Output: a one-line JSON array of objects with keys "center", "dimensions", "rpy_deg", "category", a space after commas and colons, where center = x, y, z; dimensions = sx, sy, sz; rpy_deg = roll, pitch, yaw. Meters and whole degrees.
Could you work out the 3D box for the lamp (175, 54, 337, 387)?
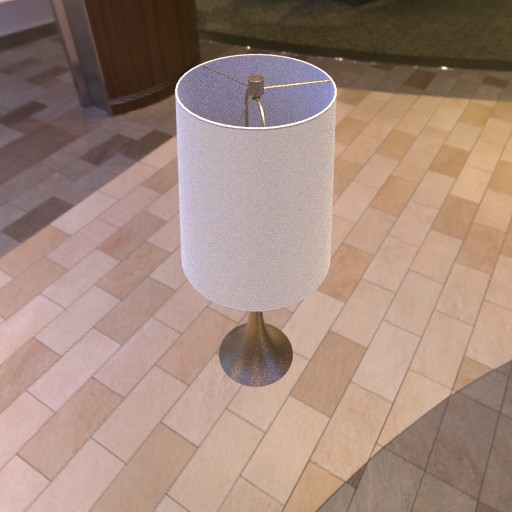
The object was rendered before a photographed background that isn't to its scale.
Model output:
[{"center": [0.000, 0.000, 0.697], "dimensions": [0.231, 0.569, 0.231], "rpy_deg": [0, 46, 0], "category": "lamp"}]
